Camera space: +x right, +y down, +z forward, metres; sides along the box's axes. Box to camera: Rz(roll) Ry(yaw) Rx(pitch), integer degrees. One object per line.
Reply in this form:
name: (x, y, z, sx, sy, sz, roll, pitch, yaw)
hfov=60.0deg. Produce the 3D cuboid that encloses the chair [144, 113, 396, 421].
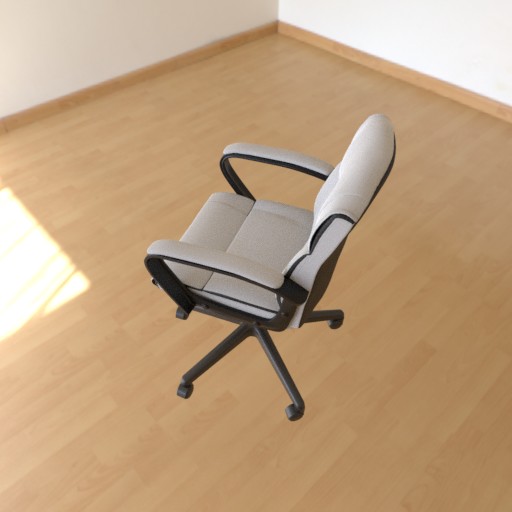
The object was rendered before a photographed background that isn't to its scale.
chair: (0.000, 0.000, 1.510, 0.717, 1.004, 0.739, 17, 50, 15)
